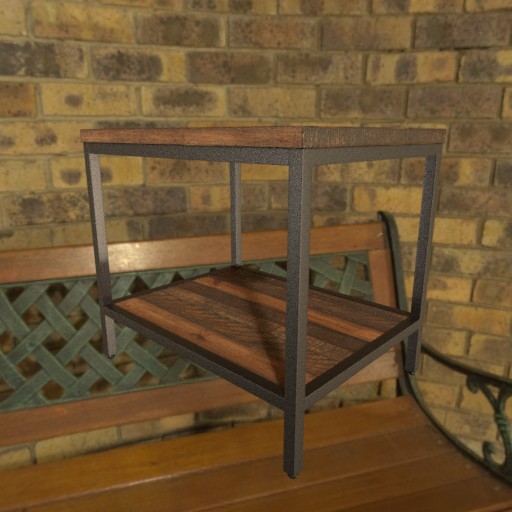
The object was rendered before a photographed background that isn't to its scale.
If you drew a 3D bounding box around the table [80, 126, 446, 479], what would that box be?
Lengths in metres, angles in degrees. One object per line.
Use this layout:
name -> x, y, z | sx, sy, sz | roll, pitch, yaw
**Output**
table -> 0.000, 0.000, 1.111 | 0.678, 0.612, 0.524 | 14, 21, 41
